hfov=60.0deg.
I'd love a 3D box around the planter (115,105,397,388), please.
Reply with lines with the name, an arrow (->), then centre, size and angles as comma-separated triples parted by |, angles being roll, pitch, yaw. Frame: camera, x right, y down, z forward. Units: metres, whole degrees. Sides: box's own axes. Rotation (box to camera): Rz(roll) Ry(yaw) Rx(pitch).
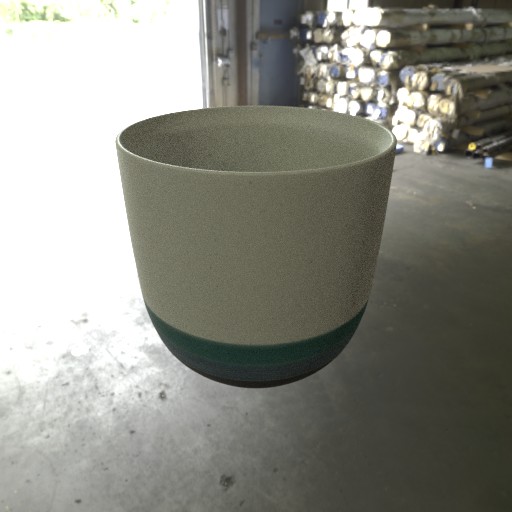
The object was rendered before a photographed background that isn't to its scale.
planter -> 0.000, 0.000, 0.382 | 0.204, 0.214, 0.204 | 0, 29, 0
